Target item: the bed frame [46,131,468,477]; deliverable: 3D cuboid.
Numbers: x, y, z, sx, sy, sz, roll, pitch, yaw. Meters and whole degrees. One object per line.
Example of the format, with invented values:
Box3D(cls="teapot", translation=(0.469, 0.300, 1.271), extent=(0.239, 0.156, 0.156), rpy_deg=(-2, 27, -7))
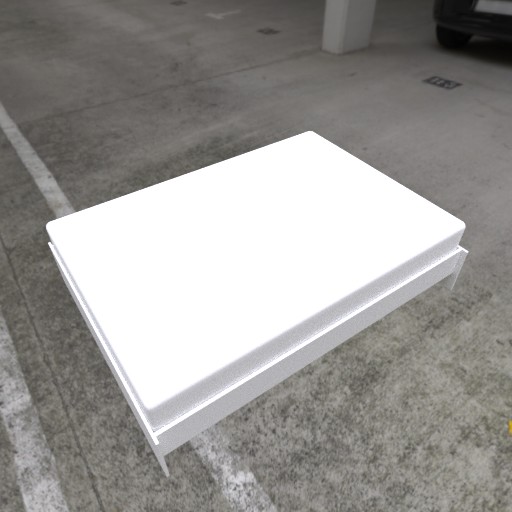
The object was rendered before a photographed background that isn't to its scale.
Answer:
Box3D(cls="bed frame", translation=(0.000, 0.000, 2.600), extent=(1.945, 0.497, 1.445), rpy_deg=(-25, 48, -25))
